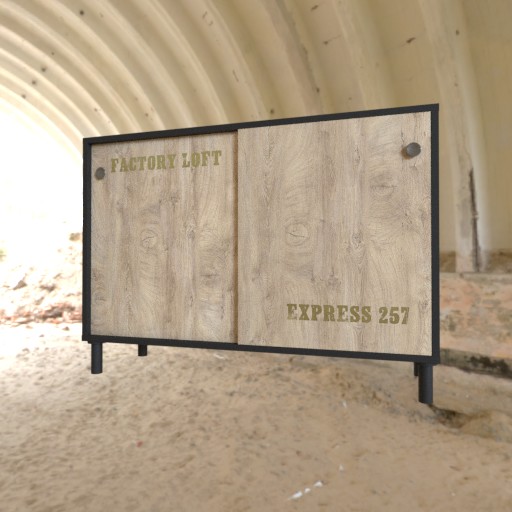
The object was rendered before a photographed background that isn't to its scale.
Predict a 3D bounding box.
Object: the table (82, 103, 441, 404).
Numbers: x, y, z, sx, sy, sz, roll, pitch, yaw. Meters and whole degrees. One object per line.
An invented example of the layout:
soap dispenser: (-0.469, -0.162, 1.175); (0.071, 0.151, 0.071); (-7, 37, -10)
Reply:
table: (0.000, 0.000, 1.604); (1.200, 0.855, 0.400); (0, -1, 17)
